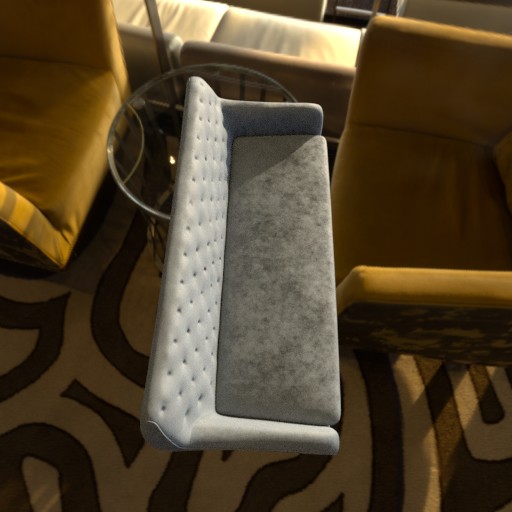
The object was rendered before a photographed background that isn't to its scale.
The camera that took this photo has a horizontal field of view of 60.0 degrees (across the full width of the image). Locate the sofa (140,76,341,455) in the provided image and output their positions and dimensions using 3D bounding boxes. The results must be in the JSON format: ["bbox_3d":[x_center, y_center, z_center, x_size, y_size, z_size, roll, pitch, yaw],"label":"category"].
[{"bbox_3d":[0.000,0.000,2.406,0.841,0.832,1.975,2,63,1],"label":"sofa"}]
